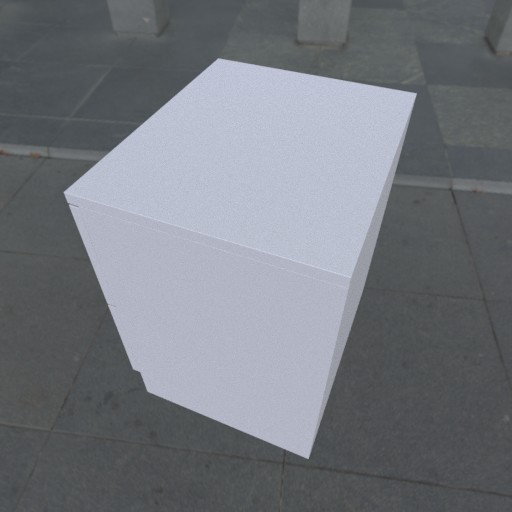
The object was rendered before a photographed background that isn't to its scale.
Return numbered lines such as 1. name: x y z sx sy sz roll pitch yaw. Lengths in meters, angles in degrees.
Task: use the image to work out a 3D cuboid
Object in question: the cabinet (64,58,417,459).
1. cabinet: 0.000 0.000 0.760 0.360 0.470 0.400 17 48 15
